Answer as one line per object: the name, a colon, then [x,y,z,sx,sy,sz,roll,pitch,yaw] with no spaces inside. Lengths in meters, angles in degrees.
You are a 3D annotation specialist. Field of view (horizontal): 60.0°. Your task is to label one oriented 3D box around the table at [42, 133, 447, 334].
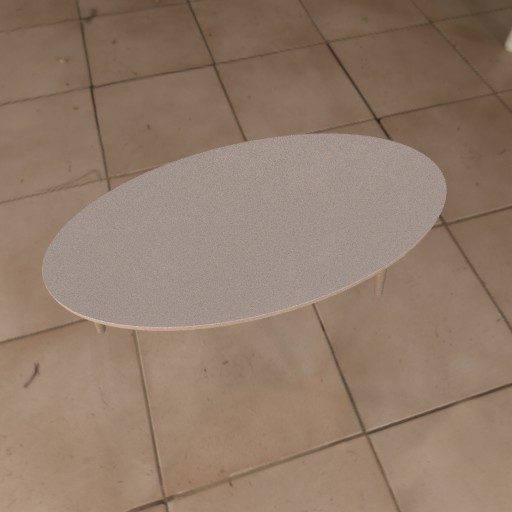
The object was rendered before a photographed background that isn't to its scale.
table: [0.000,0.000,1.322,1.083,0.390,0.542,-16,60,-9]
